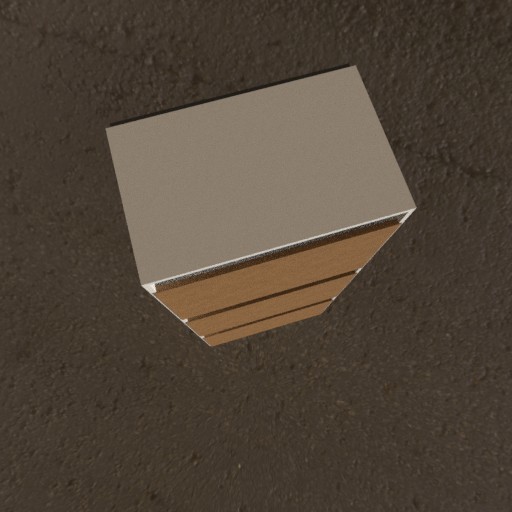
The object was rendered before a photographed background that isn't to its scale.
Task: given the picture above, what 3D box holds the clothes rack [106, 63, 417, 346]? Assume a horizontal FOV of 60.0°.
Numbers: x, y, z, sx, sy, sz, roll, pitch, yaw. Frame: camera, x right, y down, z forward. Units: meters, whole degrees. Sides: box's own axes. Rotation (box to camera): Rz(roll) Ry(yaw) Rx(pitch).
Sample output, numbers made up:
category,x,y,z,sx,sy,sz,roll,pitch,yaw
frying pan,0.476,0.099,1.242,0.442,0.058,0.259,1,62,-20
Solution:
category,x,y,z,sx,sy,sz,roll,pitch,yaw
clothes rack,0.000,0.000,1.382,0.500,1.187,0.330,-16,74,-5
